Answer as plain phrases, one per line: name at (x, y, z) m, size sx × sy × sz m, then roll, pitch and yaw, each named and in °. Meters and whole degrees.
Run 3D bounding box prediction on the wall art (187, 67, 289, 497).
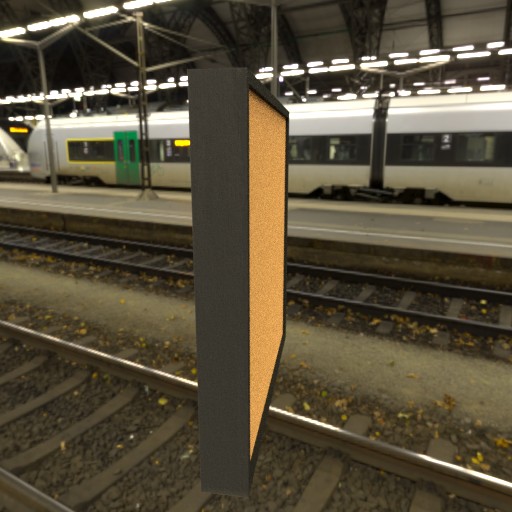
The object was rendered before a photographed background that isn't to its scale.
wall art at (0.000, 0.000, 0.451) m, size 0.037 × 0.305 × 0.305 m, roll 2°, pitch 13°, yaw 9°
